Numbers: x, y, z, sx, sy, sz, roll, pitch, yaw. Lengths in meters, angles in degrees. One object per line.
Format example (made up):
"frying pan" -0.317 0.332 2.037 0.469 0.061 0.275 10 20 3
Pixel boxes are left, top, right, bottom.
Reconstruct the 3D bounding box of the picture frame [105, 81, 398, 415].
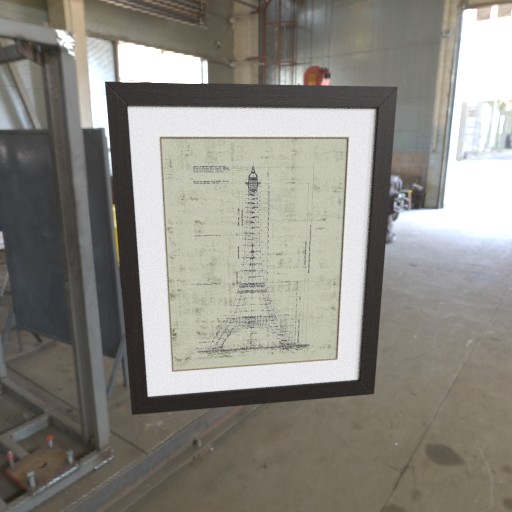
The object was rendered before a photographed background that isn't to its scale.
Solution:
"picture frame" 0.000 0.000 0.770 0.452 0.555 0.044 -2 15 -8
